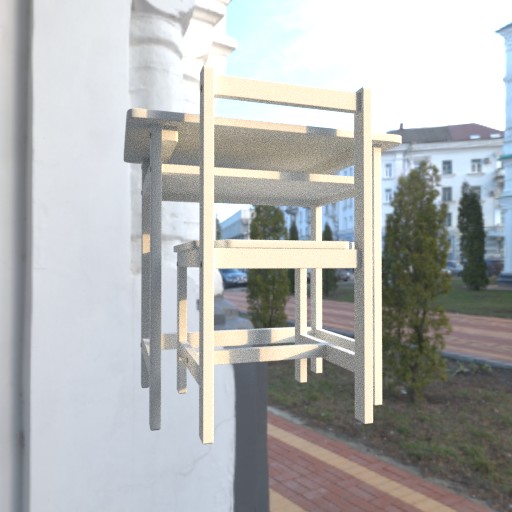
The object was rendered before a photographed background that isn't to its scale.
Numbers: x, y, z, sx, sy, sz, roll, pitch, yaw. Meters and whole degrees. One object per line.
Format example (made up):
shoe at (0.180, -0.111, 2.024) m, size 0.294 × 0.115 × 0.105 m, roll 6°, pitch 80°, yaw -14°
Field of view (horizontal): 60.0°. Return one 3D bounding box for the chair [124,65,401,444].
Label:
chair at (0.000, 0.000, 1.054) m, size 0.599 × 0.673 × 0.461 m, roll 0°, pitch -1°, yaw -18°
